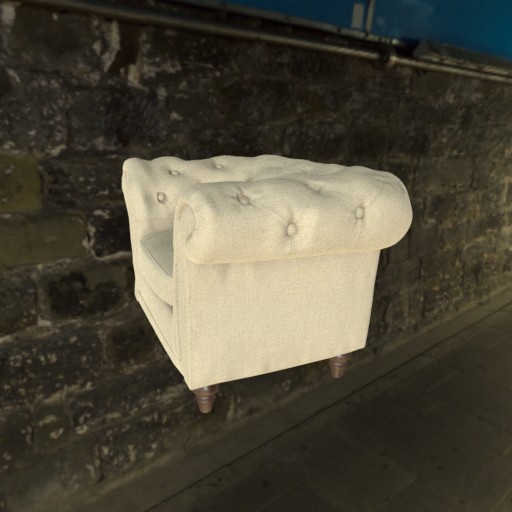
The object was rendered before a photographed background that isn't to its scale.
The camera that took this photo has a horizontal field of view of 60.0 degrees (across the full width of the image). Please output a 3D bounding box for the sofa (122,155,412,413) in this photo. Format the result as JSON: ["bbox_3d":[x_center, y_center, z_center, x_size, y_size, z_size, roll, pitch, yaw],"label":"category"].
[{"bbox_3d":[0.000,0.000,2.087,1.034,0.878,1.405,-7,17,-24],"label":"sofa"}]
